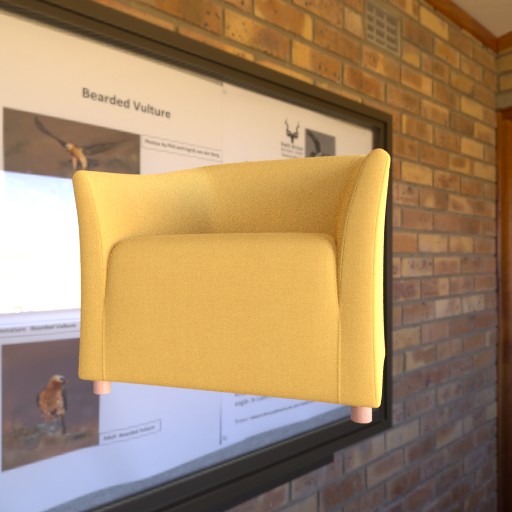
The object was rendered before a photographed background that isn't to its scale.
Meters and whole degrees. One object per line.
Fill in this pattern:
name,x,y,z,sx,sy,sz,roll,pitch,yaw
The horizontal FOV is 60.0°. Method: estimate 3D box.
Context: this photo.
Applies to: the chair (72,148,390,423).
chair,0.000,0.000,1.346,0.790,0.720,0.700,0,0,18
